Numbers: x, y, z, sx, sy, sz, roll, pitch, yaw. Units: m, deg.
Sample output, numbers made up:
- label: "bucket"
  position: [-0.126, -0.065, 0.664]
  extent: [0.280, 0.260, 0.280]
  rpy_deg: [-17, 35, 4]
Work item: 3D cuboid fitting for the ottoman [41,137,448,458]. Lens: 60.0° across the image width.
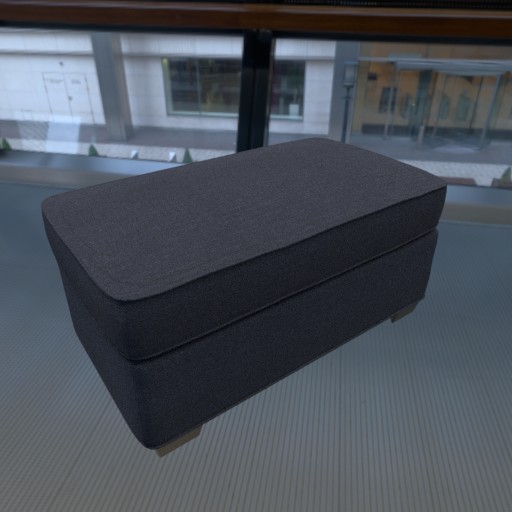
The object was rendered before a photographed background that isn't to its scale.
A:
- label: "ottoman"
  position: [0.000, 0.000, 1.151]
  extent: [0.895, 0.453, 0.505]
  rpy_deg: [-21, 37, -30]
